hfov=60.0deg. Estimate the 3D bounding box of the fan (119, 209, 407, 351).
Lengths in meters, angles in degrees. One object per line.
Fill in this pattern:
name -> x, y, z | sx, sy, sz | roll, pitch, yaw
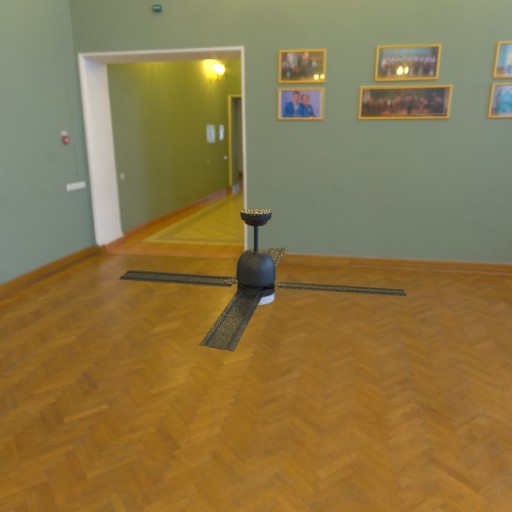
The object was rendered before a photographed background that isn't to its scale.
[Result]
fan -> 0.000, 0.000, 2.011 | 1.319, 0.410, 1.319 | 3, 16, 9
